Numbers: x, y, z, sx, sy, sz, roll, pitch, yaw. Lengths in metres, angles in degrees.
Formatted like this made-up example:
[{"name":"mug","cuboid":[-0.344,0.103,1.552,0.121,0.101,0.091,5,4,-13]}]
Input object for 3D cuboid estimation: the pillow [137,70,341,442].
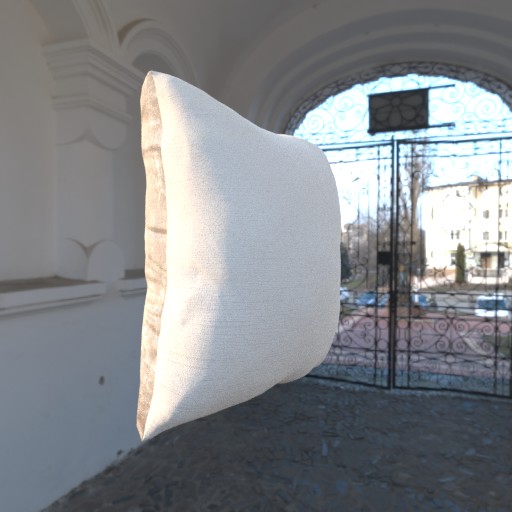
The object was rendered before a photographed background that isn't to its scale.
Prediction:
[{"name":"pillow","cuboid":[0.000,0.000,0.707,0.245,0.448,0.450,0,1,35]}]
